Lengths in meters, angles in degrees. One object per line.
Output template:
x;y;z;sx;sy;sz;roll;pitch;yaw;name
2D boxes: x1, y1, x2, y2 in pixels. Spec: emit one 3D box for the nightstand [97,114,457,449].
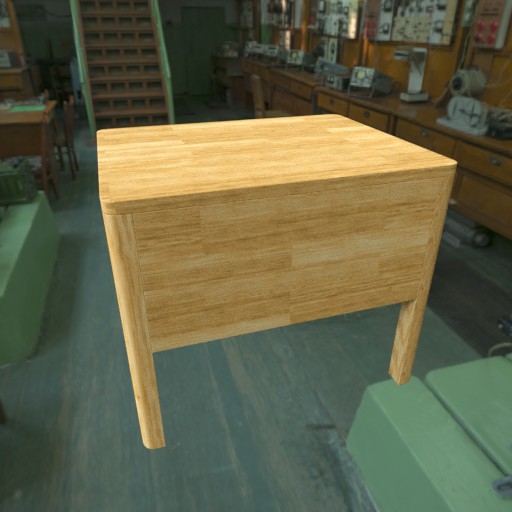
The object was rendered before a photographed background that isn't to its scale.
0.000;0.000;0.934;0.560;0.470;0.440;-9;30;-16;nightstand
